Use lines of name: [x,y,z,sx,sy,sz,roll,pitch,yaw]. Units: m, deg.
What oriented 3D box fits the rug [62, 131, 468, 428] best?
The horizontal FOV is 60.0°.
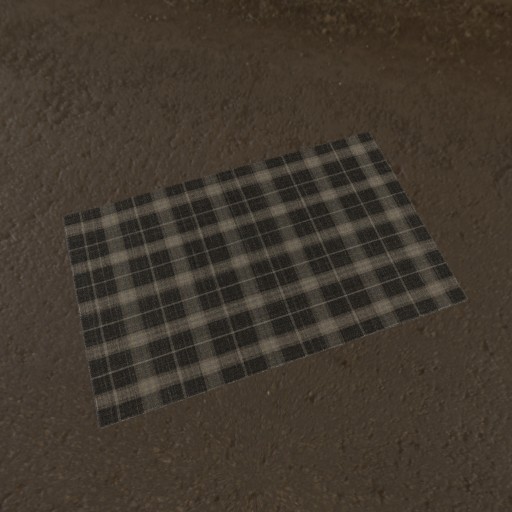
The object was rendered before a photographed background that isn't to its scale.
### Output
rug: [0.000,0.000,3.048,2.434,0.015,1.520,-17,65,-8]
